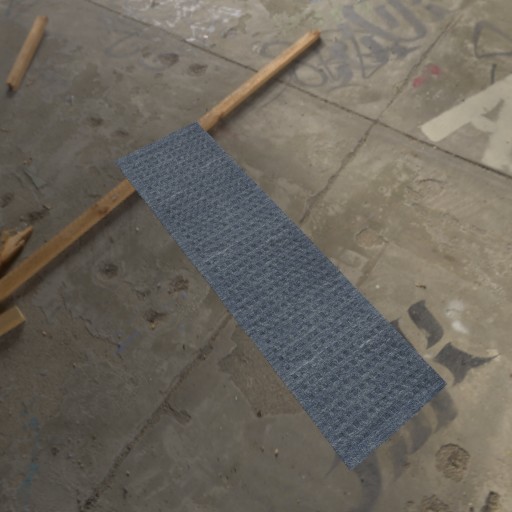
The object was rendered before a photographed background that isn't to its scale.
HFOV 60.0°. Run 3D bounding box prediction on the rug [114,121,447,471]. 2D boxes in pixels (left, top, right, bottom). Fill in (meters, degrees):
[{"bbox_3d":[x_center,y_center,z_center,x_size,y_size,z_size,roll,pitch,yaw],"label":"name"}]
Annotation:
[{"bbox_3d":[0.000,0.000,2.702,0.688,0.008,2.443,-32,64,-18],"label":"rug"}]
